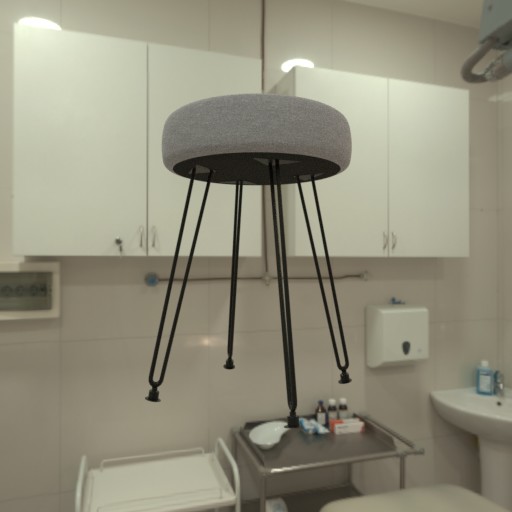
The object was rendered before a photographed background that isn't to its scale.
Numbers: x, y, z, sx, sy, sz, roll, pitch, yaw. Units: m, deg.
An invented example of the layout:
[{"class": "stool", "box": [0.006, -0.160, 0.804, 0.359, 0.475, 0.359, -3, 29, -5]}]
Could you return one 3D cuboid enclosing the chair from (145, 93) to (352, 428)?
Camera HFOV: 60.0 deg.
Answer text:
[{"class": "chair", "box": [0.000, 0.000, 0.720, 0.350, 0.440, 0.350, 0, 0, -18]}]
